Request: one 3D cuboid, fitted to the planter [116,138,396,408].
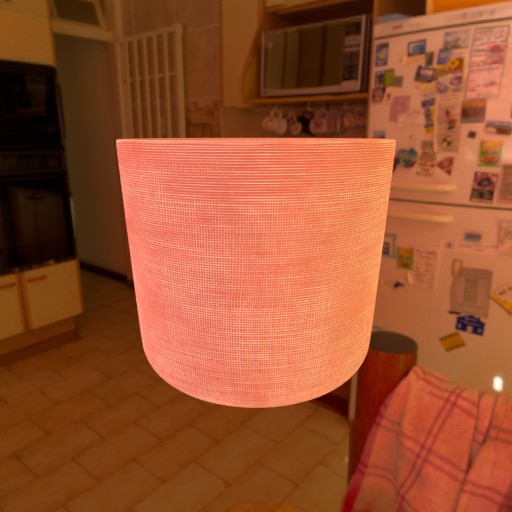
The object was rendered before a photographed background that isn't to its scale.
[{"bbox_3d":[0.000,0.000,0.781,0.440,0.398,0.440,0,15,0],"label":"planter"}]
